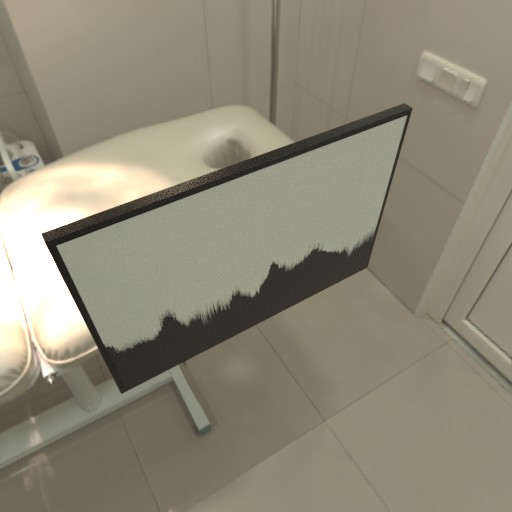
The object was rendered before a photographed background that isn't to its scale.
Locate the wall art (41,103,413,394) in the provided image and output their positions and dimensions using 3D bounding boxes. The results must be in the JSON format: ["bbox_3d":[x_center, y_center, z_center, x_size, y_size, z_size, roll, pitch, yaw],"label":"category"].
[{"bbox_3d":[0.000,0.000,0.865,0.659,0.446,0.022,-24,52,-21],"label":"wall art"}]
